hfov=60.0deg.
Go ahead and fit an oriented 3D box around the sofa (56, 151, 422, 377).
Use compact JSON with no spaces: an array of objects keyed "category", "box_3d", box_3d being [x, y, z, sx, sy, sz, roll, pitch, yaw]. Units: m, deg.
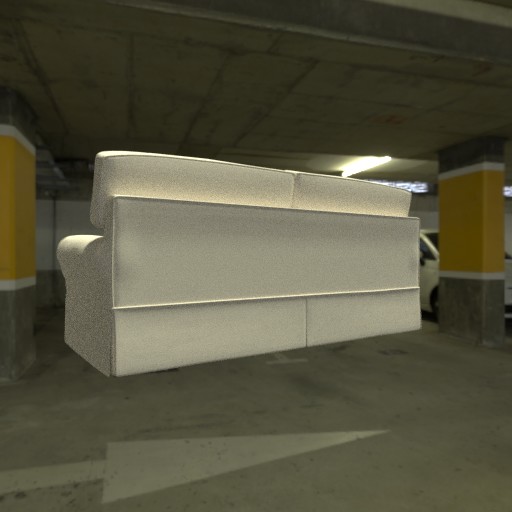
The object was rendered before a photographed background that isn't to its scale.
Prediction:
[{"category":"sofa","box_3d":[0.000,0.000,2.582,2.021,0.937,0.862,0,0,-35]}]
